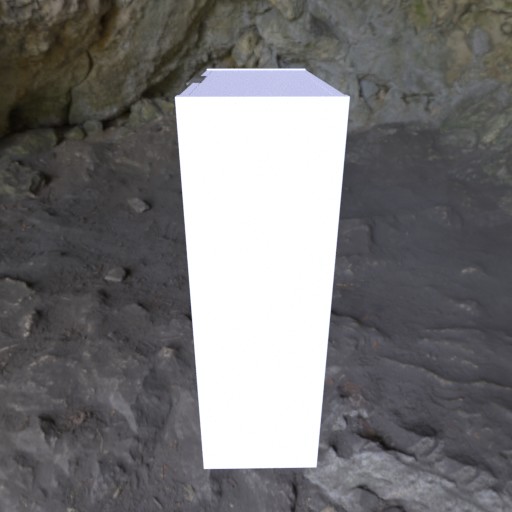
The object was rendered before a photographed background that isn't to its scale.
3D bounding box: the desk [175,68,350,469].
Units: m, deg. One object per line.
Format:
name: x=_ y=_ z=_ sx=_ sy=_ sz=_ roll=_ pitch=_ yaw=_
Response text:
desk: x=0.000 y=0.000 z=1.596 sx=0.390 sy=1.190 sz=0.850 roll=0 pitch=27 yaw=-1
